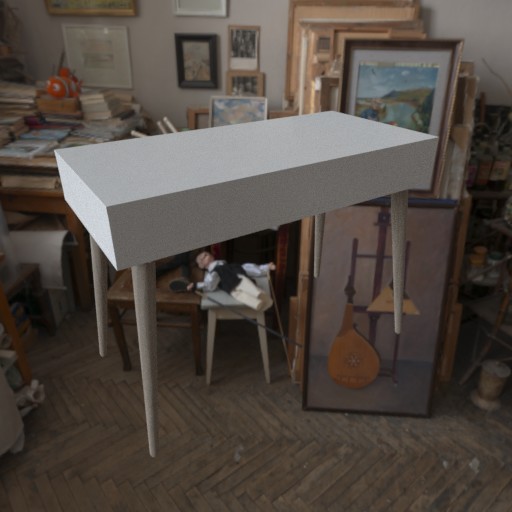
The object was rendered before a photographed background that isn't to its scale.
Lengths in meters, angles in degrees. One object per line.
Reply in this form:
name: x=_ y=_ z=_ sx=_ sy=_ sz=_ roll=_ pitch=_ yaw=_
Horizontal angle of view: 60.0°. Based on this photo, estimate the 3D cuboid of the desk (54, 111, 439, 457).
desk: x=0.000 y=0.000 z=1.417 sx=0.979 sy=0.723 sz=0.491 roll=-17 pitch=33 yaw=-28
